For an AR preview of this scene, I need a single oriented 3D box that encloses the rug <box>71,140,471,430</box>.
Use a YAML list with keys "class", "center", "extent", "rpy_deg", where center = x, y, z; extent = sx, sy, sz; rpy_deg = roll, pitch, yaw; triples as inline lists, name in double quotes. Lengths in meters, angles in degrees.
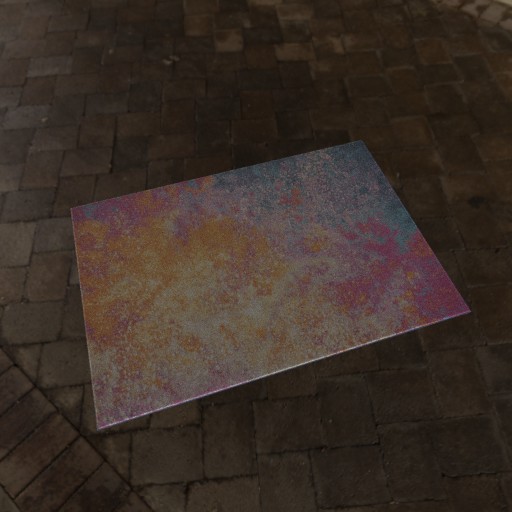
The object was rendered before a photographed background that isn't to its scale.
- class: "rug"
  center: [0.000, 0.000, 3.739]
  extent: [2.896, 0.013, 2.007]
  rpy_deg: [-15, 59, -9]
